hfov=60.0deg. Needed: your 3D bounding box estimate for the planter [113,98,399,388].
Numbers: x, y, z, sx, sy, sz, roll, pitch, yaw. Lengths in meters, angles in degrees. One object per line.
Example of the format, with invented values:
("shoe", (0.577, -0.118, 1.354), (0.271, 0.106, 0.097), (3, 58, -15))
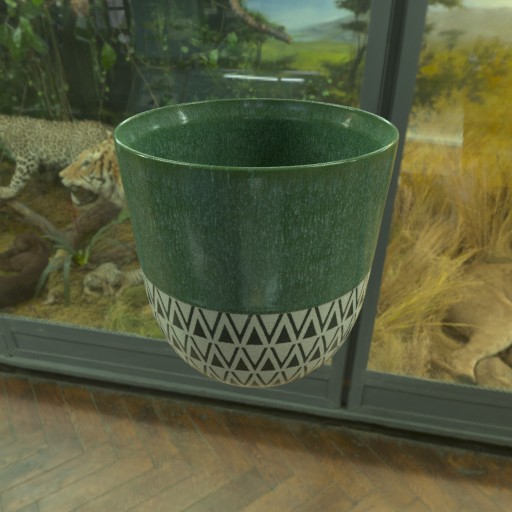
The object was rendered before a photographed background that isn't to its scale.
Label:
("planter", (0.000, 0.000, 0.365), (0.195, 0.214, 0.195), (0, 30, 0))
